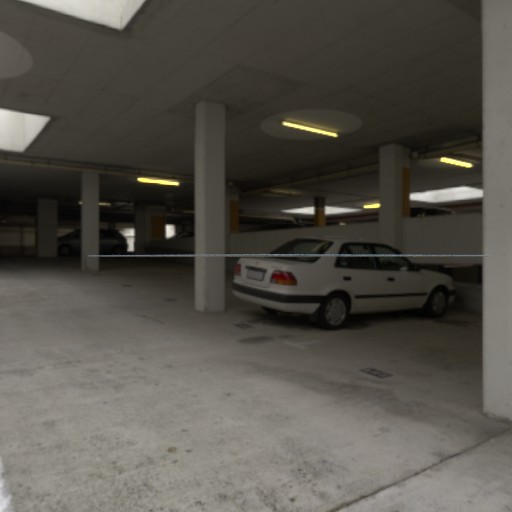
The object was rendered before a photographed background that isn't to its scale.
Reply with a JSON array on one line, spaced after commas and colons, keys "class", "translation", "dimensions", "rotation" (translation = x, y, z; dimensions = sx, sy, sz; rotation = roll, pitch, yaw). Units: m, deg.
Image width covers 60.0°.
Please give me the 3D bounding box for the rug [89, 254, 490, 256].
[{"class": "rug", "translation": [0.000, 0.000, 2.919], "dimensions": [1.522, 0.006, 2.286], "rotation": [0, 0, -36]}]
